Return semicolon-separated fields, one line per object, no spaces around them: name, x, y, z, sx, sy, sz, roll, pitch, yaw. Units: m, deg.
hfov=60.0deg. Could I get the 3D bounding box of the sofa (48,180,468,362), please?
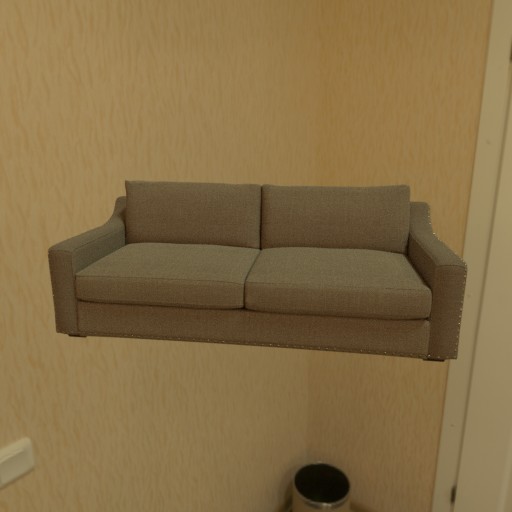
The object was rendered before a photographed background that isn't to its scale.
sofa;0.000;0.000;2.750;2.208;0.857;1.000;2;15;8
